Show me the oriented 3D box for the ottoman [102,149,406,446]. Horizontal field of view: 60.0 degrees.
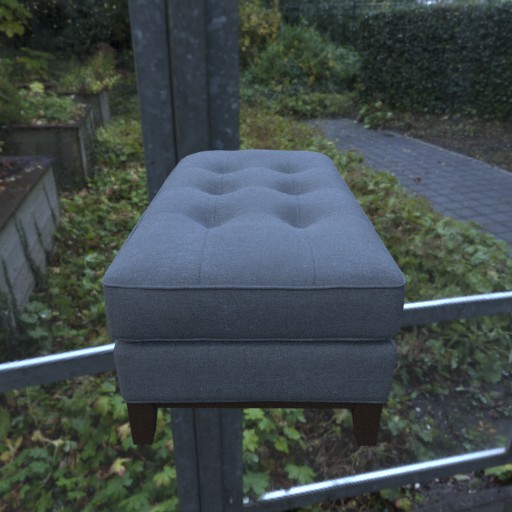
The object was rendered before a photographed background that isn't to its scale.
[{"bbox_3d":[0.000,0.000,1.467,0.648,0.514,1.143,0,26,0],"label":"ottoman"}]
